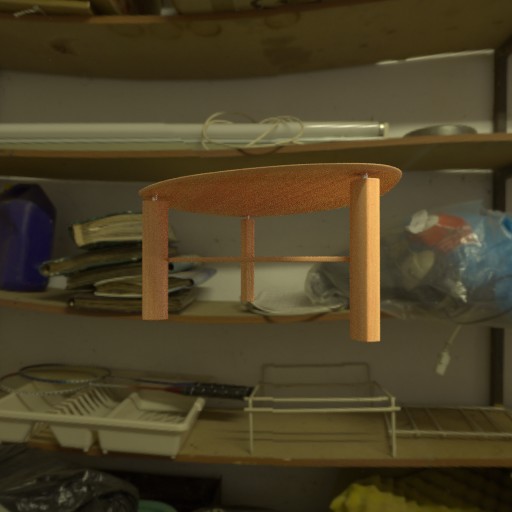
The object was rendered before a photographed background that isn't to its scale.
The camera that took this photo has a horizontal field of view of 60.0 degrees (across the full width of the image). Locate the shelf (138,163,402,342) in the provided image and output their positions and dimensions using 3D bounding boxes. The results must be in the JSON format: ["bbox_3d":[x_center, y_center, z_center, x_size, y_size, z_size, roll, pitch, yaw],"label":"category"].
[{"bbox_3d":[0.000,0.000,1.646,0.845,0.440,1.246,0,-1,-17],"label":"shelf"}]
